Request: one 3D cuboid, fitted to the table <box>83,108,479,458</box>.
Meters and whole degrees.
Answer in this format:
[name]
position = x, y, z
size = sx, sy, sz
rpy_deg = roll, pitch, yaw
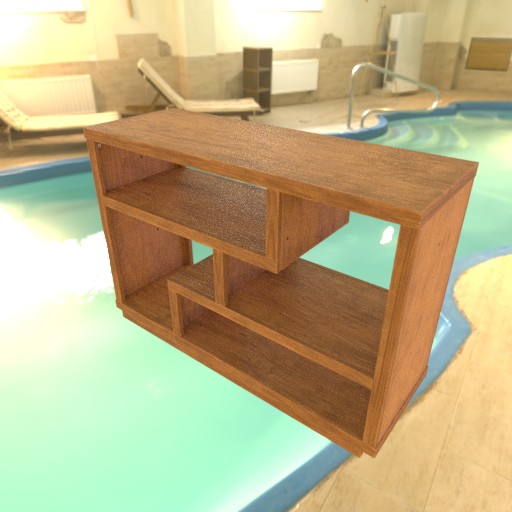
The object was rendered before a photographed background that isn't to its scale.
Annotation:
[table]
position = 0.000, 0.000, 1.500
size = 1.151, 0.771, 0.410
rpy_deg = 21, 35, 32
